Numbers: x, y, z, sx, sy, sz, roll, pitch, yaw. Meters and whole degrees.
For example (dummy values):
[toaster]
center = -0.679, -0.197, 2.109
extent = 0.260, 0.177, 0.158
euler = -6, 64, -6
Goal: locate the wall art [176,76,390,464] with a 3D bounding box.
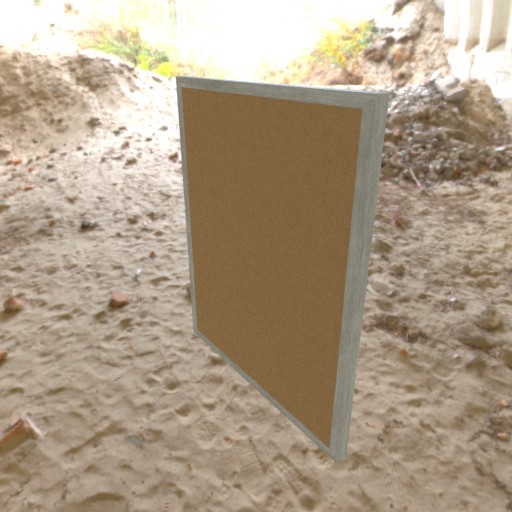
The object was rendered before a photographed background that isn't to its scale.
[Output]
[wall art]
center = 0.000, 0.000, 0.797
extent = 0.022, 0.582, 0.479
euler = -18, 30, -33
